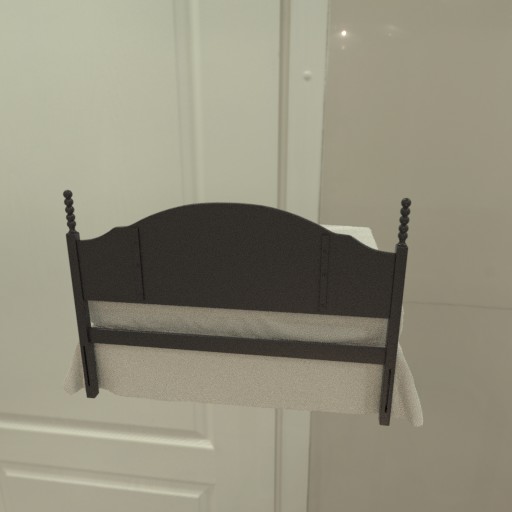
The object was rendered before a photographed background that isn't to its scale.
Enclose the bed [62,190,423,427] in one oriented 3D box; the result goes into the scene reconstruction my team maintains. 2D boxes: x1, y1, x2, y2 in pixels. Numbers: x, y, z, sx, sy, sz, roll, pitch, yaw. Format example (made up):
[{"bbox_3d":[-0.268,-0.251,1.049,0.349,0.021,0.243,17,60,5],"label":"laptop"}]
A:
[{"bbox_3d":[0.000,0.000,3.598,2.322,1.355,2.219,2,17,8],"label":"bed"}]
